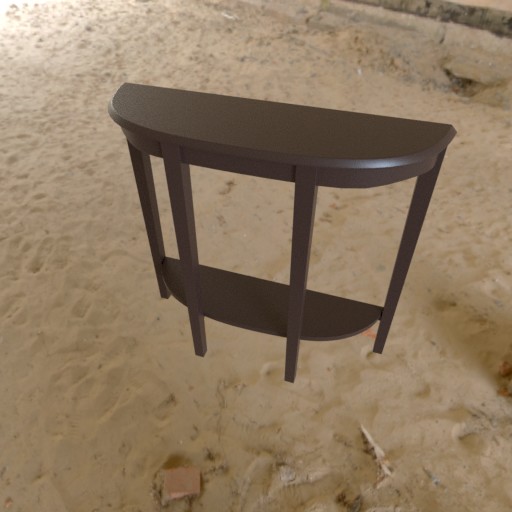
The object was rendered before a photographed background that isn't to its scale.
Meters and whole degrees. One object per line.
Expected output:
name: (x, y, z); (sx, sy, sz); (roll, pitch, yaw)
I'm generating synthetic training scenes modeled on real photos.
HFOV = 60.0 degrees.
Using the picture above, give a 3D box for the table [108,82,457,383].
table: (0.000, 0.000, 1.317); (0.909, 0.831, 0.274); (12, 42, 14)
